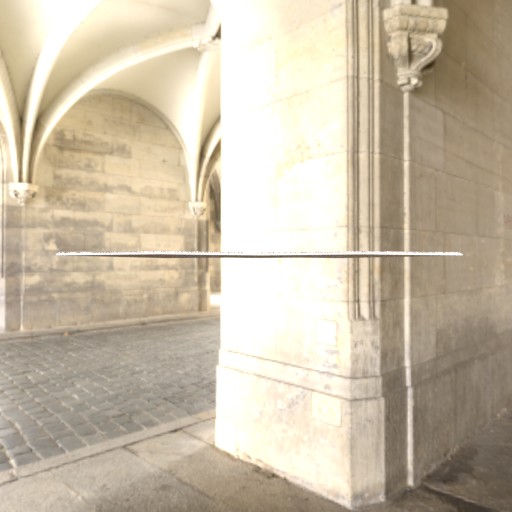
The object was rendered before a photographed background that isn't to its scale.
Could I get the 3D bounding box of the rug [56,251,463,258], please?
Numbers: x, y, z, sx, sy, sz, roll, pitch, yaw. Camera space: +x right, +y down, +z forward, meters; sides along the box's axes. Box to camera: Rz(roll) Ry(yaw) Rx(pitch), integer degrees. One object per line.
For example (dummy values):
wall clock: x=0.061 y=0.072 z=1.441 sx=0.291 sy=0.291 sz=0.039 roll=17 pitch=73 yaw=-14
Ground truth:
rug: x=0.000 y=0.000 z=3.865 sx=2.158 sy=0.024 sz=3.063 roll=0 pitch=-1 yaw=-1
